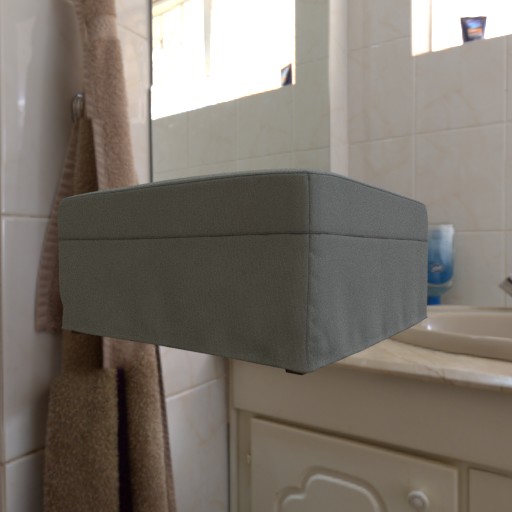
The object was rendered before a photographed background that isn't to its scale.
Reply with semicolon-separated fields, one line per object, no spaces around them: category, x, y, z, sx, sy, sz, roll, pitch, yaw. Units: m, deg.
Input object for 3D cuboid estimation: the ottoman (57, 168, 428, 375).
ottoman;0.000;0.000;1.366;0.842;0.441;0.843;0;1;35
